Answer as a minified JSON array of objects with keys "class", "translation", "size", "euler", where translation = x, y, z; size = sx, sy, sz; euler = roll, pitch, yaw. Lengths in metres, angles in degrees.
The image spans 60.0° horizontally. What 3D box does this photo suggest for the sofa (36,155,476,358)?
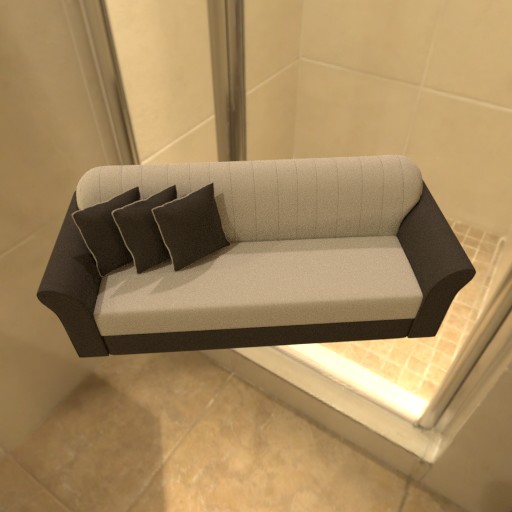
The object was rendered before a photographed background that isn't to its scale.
[{"class":"sofa","translation":[0.000,0.000,2.406],"size":[2.001,0.787,0.755],"euler":[-3,45,-3]}]
